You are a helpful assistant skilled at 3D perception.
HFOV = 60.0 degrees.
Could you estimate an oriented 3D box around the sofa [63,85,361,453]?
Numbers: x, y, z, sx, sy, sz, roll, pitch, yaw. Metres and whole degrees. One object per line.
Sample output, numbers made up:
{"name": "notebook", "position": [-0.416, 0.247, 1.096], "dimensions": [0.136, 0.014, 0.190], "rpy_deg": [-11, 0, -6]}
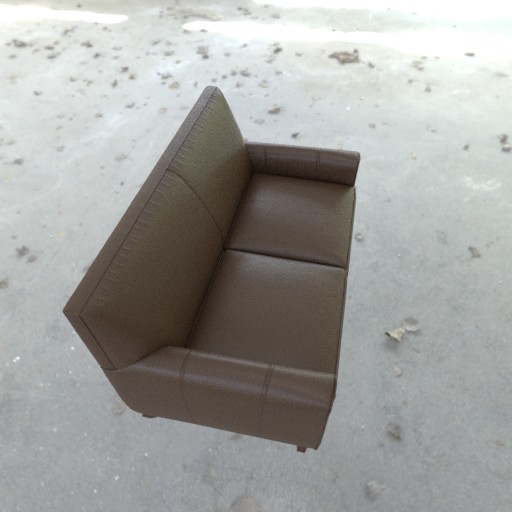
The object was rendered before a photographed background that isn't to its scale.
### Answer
{"name": "sofa", "position": [0.000, 0.000, 2.032], "dimensions": [0.853, 0.859, 1.468], "rpy_deg": [9, 47, 9]}
